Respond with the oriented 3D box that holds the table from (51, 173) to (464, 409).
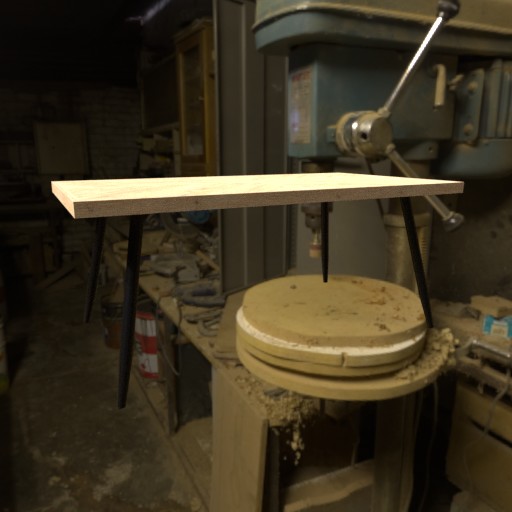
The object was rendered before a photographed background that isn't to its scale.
[{"bbox_3d":[0.000,0.000,2.300,1.803,0.762,0.991,-7,15,-27],"label":"table"}]
